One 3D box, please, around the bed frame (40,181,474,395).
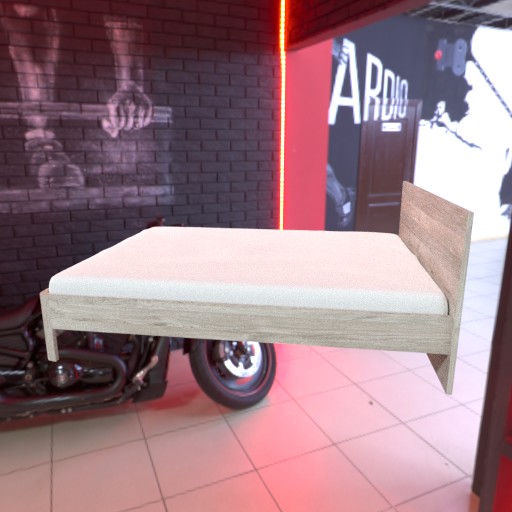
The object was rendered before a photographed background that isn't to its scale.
[{"bbox_3d":[0.000,0.000,2.687,1.950,0.800,1.490,2,14,8],"label":"bed frame"}]
